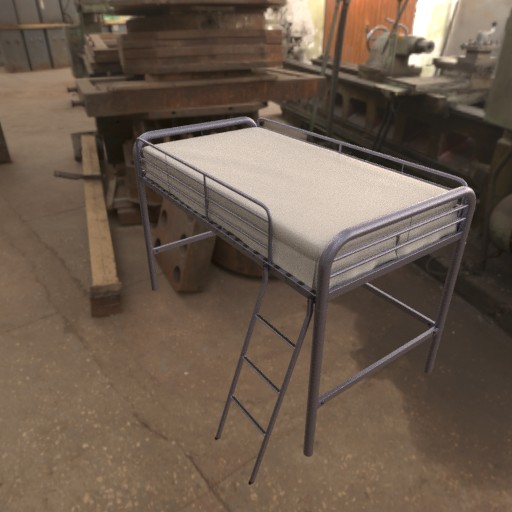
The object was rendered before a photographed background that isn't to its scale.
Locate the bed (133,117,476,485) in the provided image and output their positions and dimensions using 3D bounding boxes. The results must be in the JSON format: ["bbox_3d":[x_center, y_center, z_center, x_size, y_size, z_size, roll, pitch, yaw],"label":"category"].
[{"bbox_3d":[0.000,0.000,2.886,1.415,1.288,1.965,-20,35,-31],"label":"bed"}]
